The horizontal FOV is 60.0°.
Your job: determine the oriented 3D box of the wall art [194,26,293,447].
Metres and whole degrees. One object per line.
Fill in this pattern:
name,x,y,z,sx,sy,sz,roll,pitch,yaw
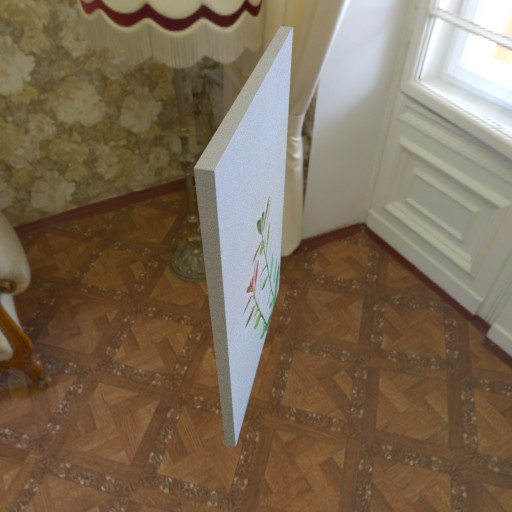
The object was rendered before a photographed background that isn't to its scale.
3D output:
wall art,0.000,0.000,1.426,0.038,1.143,0.764,10,45,10
